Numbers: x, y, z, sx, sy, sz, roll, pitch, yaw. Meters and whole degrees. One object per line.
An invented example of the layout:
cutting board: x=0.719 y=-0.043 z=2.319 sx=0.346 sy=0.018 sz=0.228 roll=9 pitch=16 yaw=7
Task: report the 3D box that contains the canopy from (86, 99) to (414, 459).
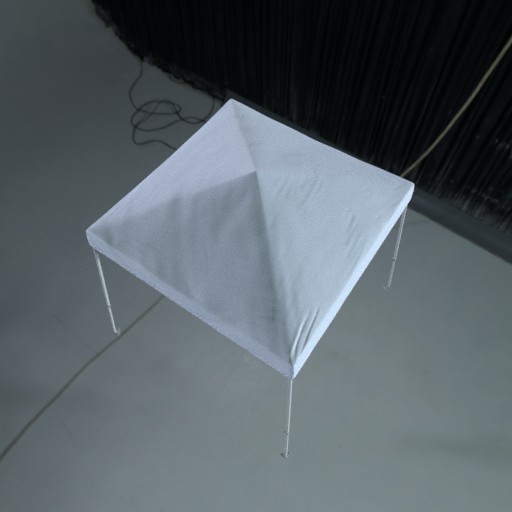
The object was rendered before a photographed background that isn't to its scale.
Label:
canopy: x=0.000 y=0.000 z=6.517 sx=3.599 sy=3.600 sz=3.600 roll=30 pitch=63 yaw=18
